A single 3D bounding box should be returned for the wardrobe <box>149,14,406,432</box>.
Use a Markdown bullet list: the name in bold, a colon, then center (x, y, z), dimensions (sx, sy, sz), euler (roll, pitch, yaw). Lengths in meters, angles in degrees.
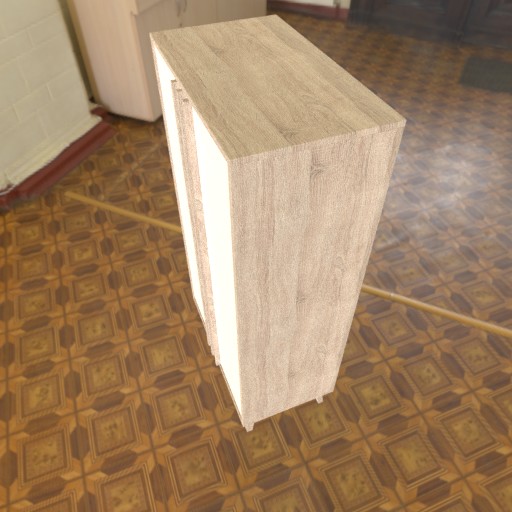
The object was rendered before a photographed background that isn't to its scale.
- **wardrobe**: center (0.000, 0.000, 2.319), dimensions (0.600, 1.960, 1.000), euler (-16, 49, -15)
